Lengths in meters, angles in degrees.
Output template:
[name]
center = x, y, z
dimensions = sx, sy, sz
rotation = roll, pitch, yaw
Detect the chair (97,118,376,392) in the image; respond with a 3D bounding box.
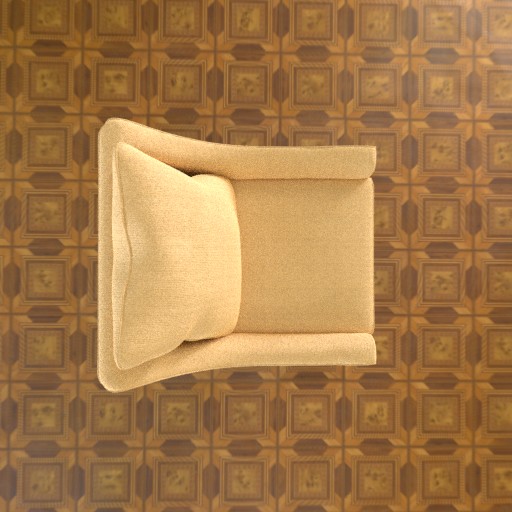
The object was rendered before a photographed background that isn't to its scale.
[chair]
center = 0.000, 0.000, 1.567
dimensions = 0.876, 0.927, 0.760
rotation = 0, 89, -1
